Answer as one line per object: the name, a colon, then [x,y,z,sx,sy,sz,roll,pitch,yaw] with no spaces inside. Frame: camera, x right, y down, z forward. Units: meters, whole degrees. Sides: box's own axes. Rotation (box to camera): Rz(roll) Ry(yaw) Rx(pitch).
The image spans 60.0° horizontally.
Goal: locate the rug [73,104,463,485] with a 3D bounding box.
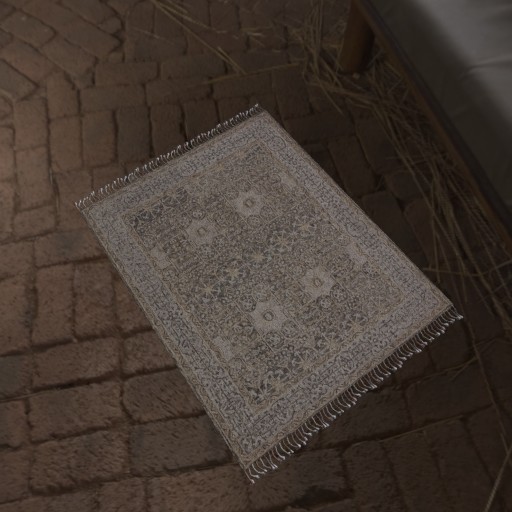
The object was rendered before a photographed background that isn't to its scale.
rug: [0.000,0.000,4.416,2.431,0.017,3.291,-33,68,-15]
